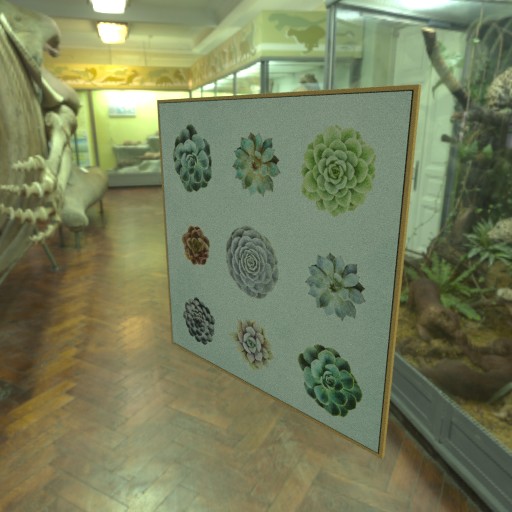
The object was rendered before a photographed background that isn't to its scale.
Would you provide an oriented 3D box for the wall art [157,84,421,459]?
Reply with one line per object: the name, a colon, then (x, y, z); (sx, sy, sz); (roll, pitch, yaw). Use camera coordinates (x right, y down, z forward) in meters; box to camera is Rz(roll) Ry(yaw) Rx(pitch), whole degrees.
wall art: (0.000, 0.000, 1.396); (0.962, 0.959, 0.013); (15, 23, 41)
